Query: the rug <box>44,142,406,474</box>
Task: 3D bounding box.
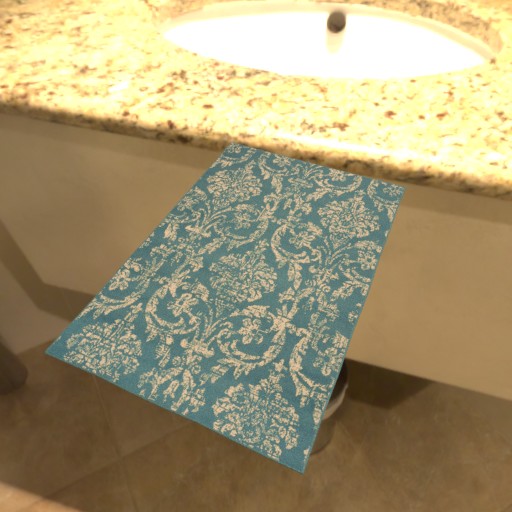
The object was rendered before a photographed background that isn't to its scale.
[{"bbox_3d":[0.000,0.000,2.345,1.211,0.012,1.833,18,49,16],"label":"rug"}]
